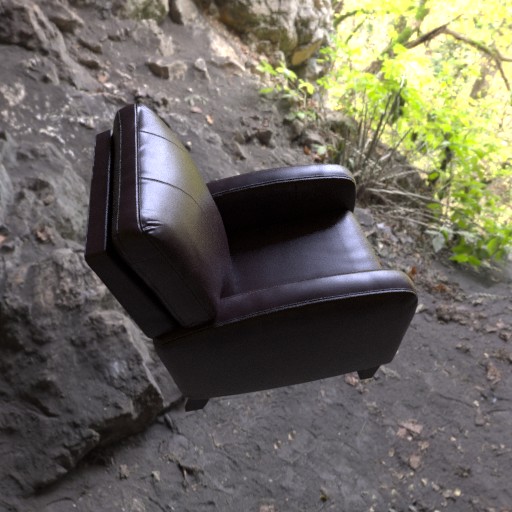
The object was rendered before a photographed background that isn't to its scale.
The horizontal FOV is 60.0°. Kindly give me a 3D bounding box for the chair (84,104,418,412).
[{"bbox_3d":[0.000,0.000,1.657,0.990,0.990,0.762,-8,48,-7],"label":"chair"}]
